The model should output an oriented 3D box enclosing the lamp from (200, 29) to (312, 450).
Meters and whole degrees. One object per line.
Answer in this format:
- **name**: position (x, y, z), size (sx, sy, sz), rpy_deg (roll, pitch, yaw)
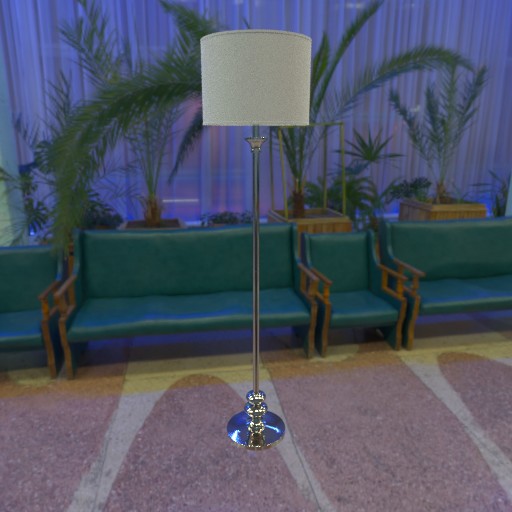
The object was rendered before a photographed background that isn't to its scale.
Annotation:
- **lamp**: position (0.000, 0.000, 1.621), size (0.356, 1.487, 0.356), rpy_deg (-2, 16, -8)
